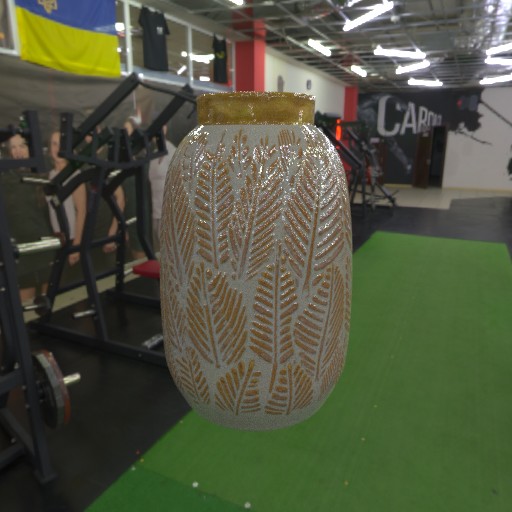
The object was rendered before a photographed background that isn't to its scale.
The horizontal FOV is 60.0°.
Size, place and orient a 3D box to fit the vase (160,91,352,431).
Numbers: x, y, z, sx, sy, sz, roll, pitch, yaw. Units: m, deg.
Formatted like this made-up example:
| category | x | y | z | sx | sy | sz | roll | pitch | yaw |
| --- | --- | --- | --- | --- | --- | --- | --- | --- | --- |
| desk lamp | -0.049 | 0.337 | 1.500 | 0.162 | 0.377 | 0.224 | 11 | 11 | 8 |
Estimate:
| category | x | y | z | sx | sy | sz | roll | pitch | yaw |
| --- | --- | --- | --- | --- | --- | --- | --- | --- | --- |
| vase | 0.000 | 0.000 | 0.398 | 0.172 | 0.270 | 0.172 | 0 | 15 | 0 |
